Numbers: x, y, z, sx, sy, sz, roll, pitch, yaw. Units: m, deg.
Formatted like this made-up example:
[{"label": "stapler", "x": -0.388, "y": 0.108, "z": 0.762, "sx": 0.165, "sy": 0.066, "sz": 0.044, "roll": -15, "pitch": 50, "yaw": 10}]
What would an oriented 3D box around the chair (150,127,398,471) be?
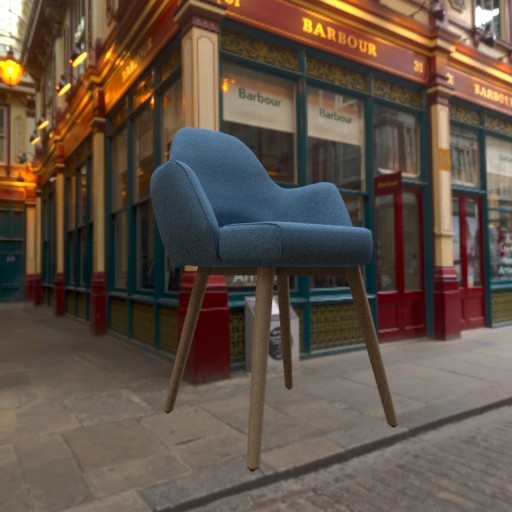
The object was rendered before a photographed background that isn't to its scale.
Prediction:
[{"label": "chair", "x": 0.000, "y": 0.000, "z": 1.332, "sx": 0.589, "sy": 0.920, "sz": 0.666, "roll": 1, "pitch": -2, "yaw": -34}]
